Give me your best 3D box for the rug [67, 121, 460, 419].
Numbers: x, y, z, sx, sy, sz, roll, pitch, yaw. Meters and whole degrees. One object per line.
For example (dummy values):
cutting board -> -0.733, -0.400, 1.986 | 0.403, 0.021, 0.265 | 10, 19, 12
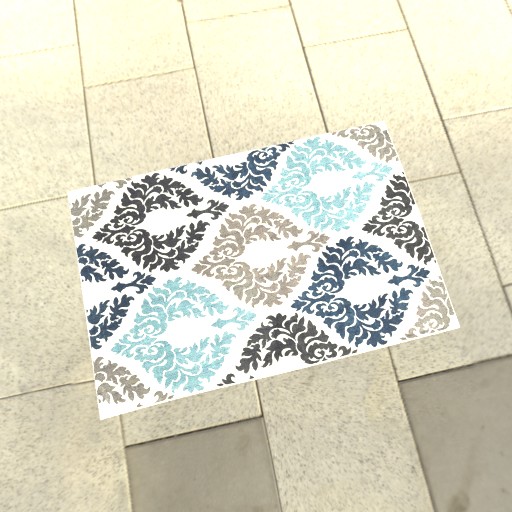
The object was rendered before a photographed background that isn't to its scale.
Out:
rug -> 0.000, 0.000, 2.895 | 2.275, 0.014, 1.514 | -13, 75, -4
